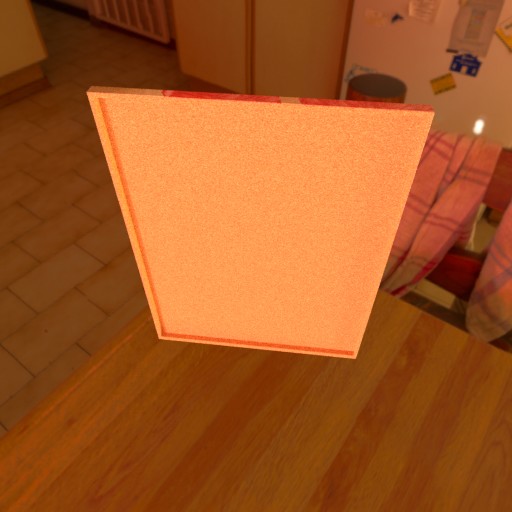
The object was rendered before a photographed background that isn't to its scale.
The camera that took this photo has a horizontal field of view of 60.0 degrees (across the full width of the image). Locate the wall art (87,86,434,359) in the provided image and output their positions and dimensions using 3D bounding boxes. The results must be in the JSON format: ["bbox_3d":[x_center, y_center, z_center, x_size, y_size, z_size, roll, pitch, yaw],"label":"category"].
[{"bbox_3d":[0.000,0.000,1.344,0.762,1.015,0.031,5,47,5],"label":"wall art"}]
